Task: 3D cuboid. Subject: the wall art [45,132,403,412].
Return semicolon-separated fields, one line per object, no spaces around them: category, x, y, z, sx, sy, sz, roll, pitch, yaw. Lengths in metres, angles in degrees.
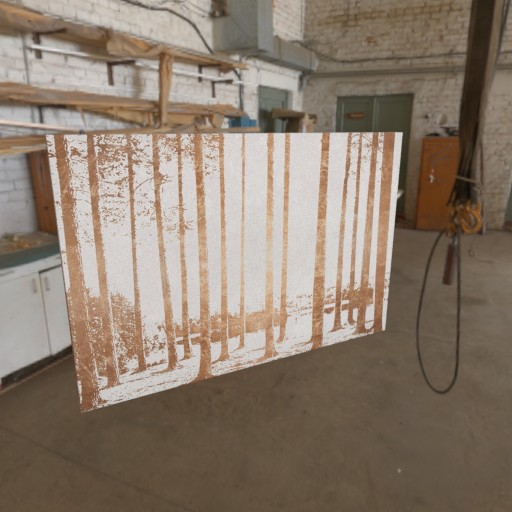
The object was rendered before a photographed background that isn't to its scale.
wall art;0.000;0.000;1.140;0.914;0.609;0.035;-8;18;-27
